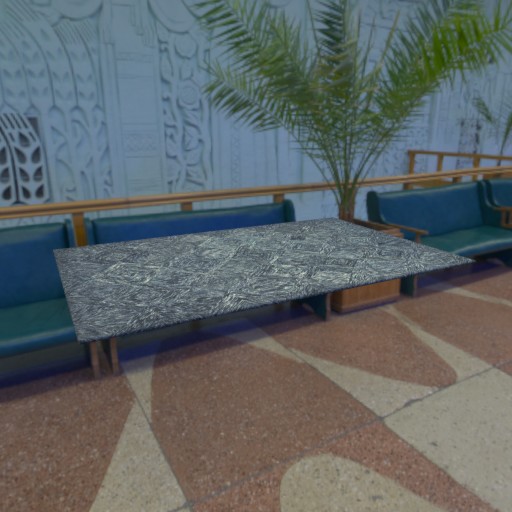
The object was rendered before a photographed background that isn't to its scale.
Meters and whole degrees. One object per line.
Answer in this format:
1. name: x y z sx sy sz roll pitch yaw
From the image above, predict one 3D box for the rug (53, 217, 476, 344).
1. rug: 0.000 0.000 2.883 2.330 0.017 1.478 -8 19 -26
